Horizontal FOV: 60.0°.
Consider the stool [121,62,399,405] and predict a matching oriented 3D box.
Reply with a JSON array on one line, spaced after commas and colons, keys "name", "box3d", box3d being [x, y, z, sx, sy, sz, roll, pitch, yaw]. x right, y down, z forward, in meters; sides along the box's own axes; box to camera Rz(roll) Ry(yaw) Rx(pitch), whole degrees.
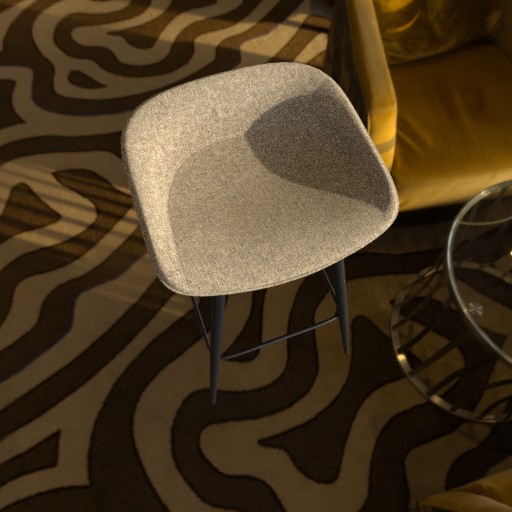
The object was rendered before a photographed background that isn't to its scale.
[{"name": "stool", "box3d": [0.000, 0.000, 1.130, 0.469, 0.814, 0.480, -18, 64, -9]}]
